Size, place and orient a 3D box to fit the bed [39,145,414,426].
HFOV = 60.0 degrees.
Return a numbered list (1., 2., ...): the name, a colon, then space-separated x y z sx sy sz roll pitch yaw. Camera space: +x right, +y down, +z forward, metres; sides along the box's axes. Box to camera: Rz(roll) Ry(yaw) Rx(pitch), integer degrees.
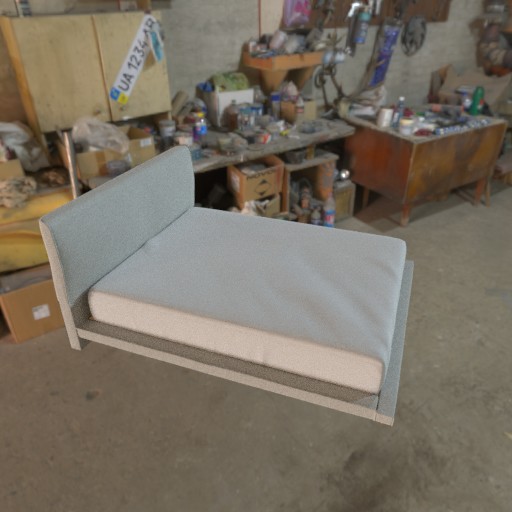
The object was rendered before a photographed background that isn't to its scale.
1. bed: 0.000 0.000 3.639 2.498 1.126 1.980 11 31 18
